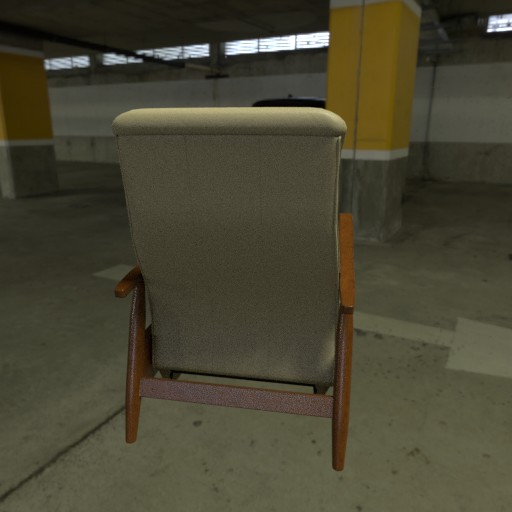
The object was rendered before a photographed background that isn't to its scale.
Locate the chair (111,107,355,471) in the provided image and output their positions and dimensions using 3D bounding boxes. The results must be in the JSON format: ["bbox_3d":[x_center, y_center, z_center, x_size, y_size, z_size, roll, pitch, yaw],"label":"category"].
[{"bbox_3d":[0.000,0.000,1.756,0.762,1.082,1.014,3,17,10],"label":"chair"}]
